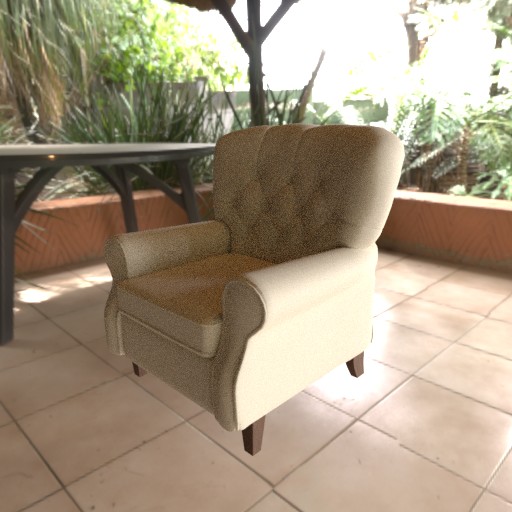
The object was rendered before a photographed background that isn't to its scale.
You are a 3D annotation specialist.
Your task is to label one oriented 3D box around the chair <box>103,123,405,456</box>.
[{"bbox_3d":[0.000,0.000,2.026,1.035,1.169,1.132,15,22,42],"label":"chair"}]
